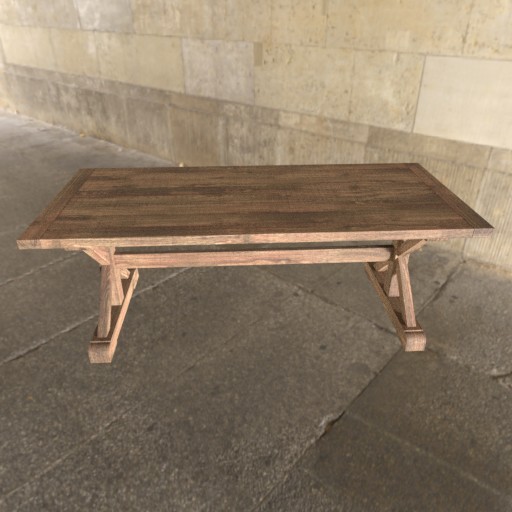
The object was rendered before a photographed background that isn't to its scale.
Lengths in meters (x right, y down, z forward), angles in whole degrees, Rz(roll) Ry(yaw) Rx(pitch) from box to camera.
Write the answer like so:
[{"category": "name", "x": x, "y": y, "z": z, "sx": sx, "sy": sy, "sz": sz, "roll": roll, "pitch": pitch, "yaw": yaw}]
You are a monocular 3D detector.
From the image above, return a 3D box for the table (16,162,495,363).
[{"category": "table", "x": 0.000, "y": 0.000, "z": 2.450, "sx": 2.031, "sy": 0.733, "sz": 0.907, "roll": -2, "pitch": 30, "yaw": -3}]
